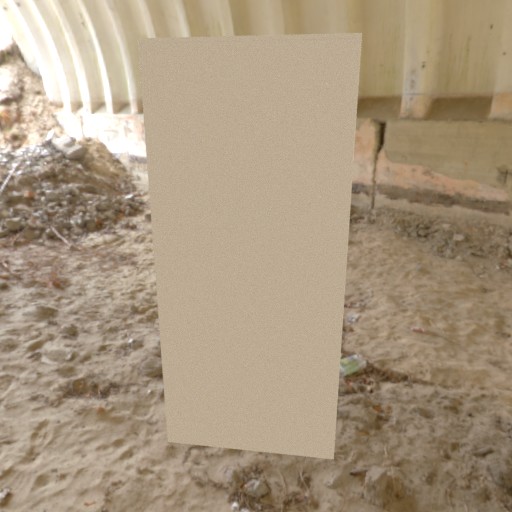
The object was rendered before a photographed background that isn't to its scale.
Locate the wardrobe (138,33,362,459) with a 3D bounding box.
[{"bbox_3d":[0.000,0.000,1.966,0.760,1.700,0.470,3,18,8],"label":"wardrobe"}]
